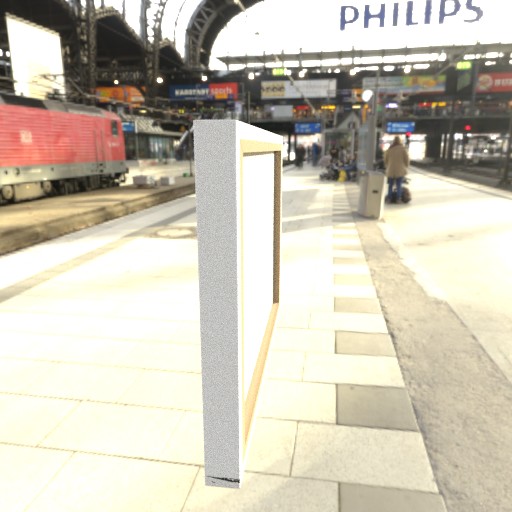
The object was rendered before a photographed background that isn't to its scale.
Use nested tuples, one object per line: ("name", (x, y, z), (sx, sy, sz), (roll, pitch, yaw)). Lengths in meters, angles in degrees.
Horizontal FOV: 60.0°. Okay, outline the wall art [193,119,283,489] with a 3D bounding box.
("wall art", (0.000, 0.000, 0.765), (0.042, 0.414, 0.608), (2, 14, 7))
